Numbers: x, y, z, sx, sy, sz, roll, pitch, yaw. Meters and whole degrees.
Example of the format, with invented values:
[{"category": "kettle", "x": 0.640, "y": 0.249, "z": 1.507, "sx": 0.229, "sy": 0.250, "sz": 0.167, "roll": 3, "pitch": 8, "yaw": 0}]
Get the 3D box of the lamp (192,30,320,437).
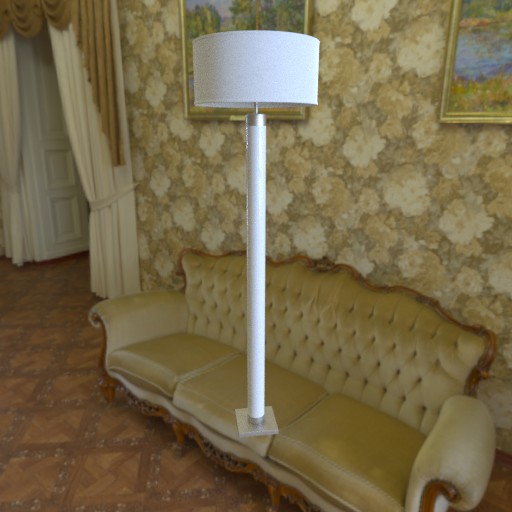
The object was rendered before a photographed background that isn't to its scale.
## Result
[{"category": "lamp", "x": 0.000, "y": 0.000, "z": 1.665, "sx": 0.420, "sy": 1.475, "sz": 0.420, "roll": -2, "pitch": 16, "yaw": -8}]
